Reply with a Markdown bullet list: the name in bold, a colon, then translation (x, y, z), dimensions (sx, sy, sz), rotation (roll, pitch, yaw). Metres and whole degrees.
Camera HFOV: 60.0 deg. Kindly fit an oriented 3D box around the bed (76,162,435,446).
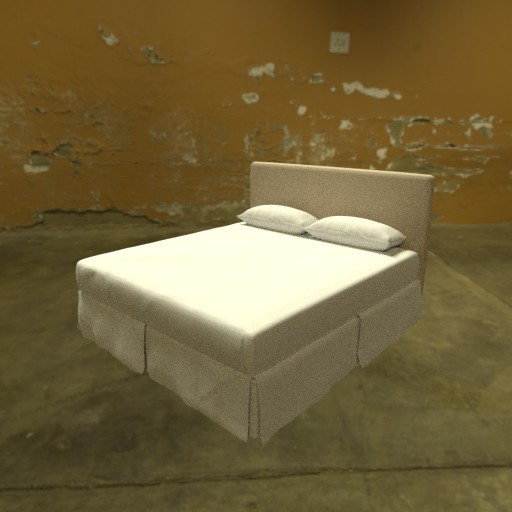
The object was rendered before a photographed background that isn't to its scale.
- **bed**: translation (0.000, 0.000, 3.706), dimensions (2.119, 1.317, 2.319), rotation (15, 22, 40)
